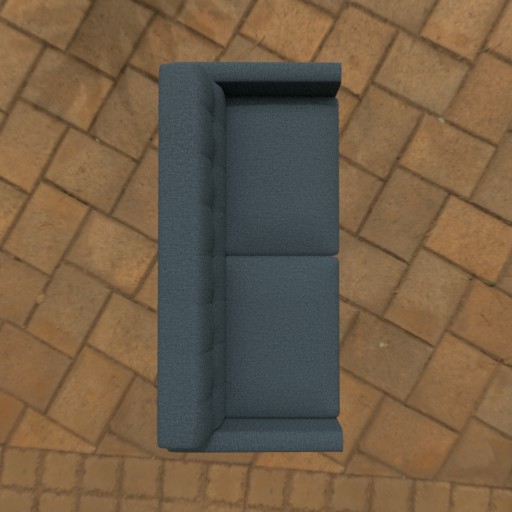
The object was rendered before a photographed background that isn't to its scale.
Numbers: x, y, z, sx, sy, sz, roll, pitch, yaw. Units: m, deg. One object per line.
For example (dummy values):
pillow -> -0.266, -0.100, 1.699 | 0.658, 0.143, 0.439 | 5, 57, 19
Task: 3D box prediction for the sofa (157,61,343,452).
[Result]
sofa -> 0.000, 0.000, 2.476 | 0.942, 0.884, 2.055 | 0, 89, 0
